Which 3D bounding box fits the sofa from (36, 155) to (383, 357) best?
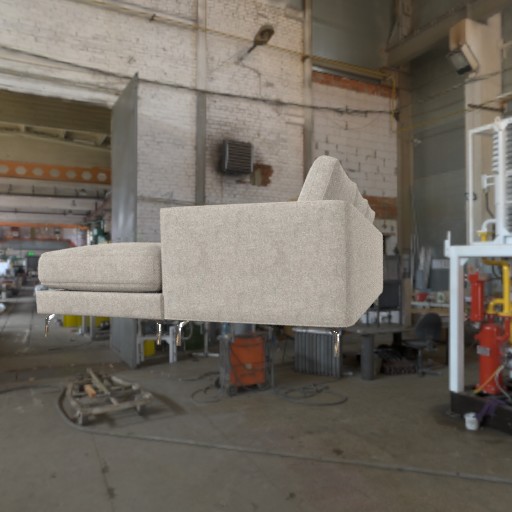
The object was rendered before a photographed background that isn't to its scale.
[{"bbox_3d":[0.000,0.000,3.162,1.626,0.864,2.438,0,-1,19],"label":"sofa"}]
